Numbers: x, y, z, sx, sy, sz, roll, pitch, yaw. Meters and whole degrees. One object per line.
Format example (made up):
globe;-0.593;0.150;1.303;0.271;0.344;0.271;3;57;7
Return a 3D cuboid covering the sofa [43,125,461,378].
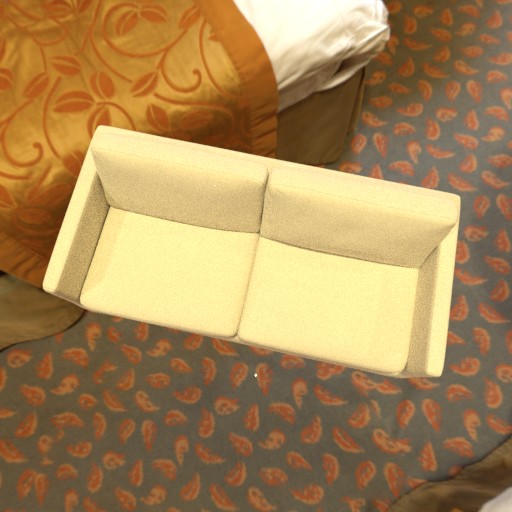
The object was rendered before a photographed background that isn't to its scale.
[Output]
sofa;0.000;0.000;2.460;1.981;0.889;0.965;12;75;3
